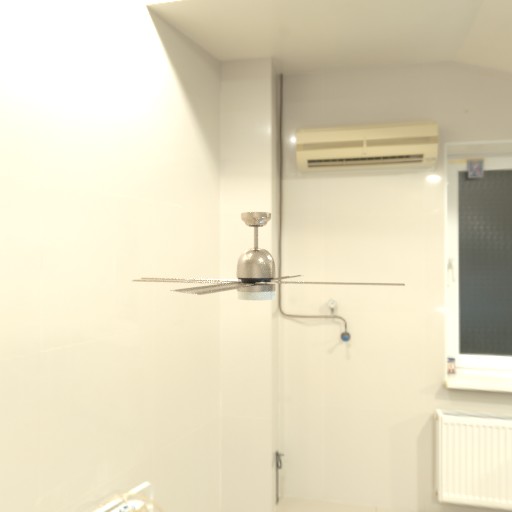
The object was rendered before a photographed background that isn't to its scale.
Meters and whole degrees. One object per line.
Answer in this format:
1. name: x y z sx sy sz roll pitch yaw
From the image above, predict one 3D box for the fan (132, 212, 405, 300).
1. fan: 0.000 0.000 2.112 1.346 0.406 1.346 0 0 19
